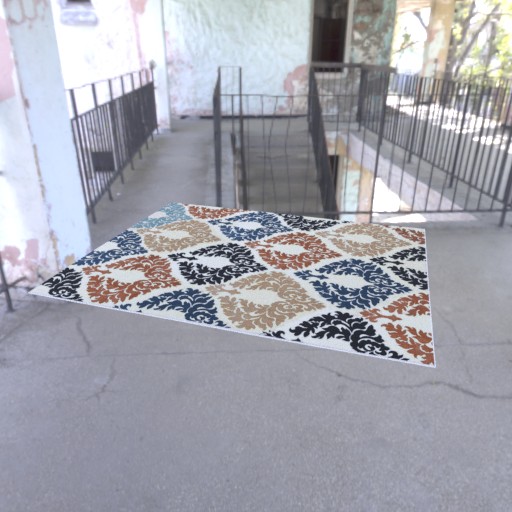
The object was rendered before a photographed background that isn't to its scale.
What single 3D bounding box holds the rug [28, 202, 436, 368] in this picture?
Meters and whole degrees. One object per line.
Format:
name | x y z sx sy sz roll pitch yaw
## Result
rug | 0.000 0.000 4.133 3.040 0.014 2.423 8 26 16
